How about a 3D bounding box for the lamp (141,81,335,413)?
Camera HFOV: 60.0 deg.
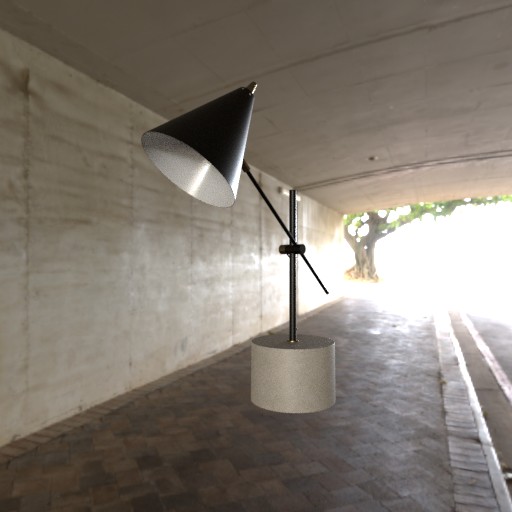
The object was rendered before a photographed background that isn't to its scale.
[{"bbox_3d":[0.000,0.000,0.720,0.403,0.518,0.214,0,-1,-36],"label":"lamp"}]
